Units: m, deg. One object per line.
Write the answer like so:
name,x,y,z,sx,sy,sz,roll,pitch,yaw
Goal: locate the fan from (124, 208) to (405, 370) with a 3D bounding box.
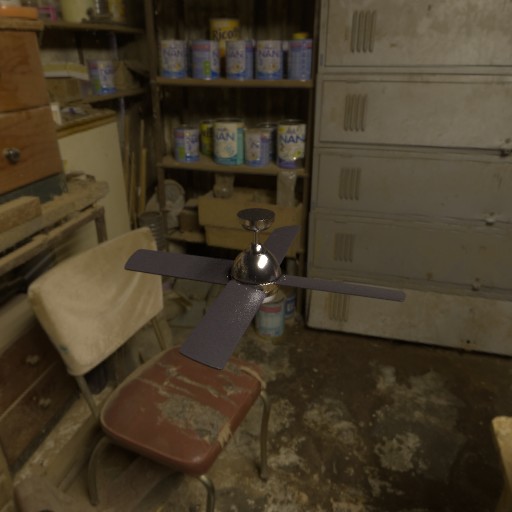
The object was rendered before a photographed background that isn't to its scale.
fan,0.000,0.000,2.026,1.332,0.403,1.332,7,26,15
